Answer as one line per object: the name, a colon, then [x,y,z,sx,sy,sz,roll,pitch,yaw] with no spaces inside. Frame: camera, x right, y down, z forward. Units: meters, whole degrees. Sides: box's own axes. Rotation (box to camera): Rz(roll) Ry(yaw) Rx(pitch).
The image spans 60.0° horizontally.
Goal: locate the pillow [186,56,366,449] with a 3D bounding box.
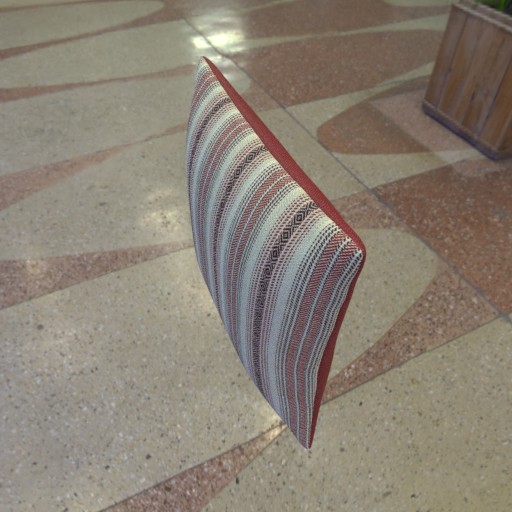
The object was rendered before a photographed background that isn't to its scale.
pillow: [0.000,0.000,0.766,0.166,0.497,0.513,-17,48,-16]
